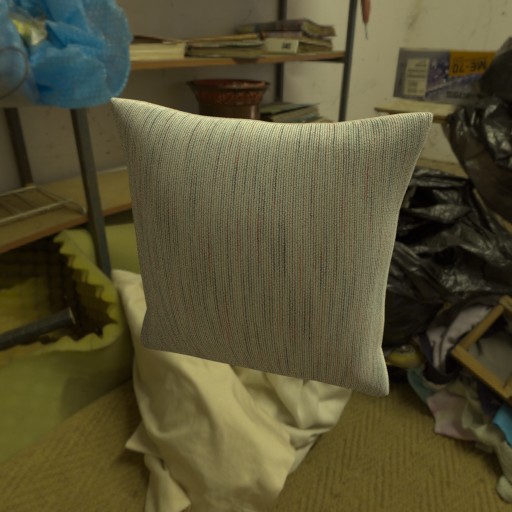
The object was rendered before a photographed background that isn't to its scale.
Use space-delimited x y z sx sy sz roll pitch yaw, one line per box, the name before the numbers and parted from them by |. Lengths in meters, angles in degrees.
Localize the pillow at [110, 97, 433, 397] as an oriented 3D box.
pillow | 0.000 0.000 0.775 0.512 0.506 0.178 8 28 15
